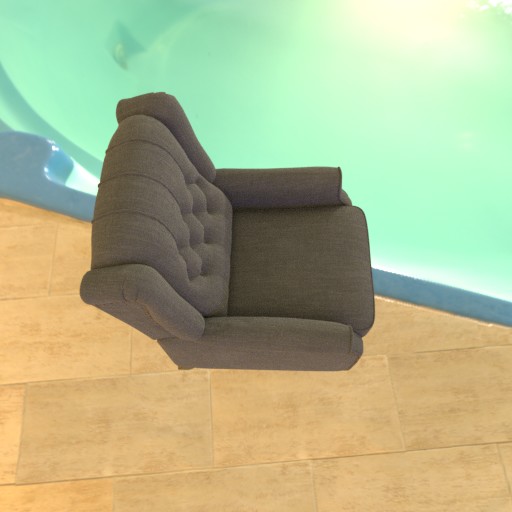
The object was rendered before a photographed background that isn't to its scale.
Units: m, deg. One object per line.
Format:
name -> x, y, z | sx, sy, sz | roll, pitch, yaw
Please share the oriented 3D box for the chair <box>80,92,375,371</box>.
chair -> 0.000, 0.000, 1.655 | 0.898, 1.035, 0.742 | 1, 65, 1
